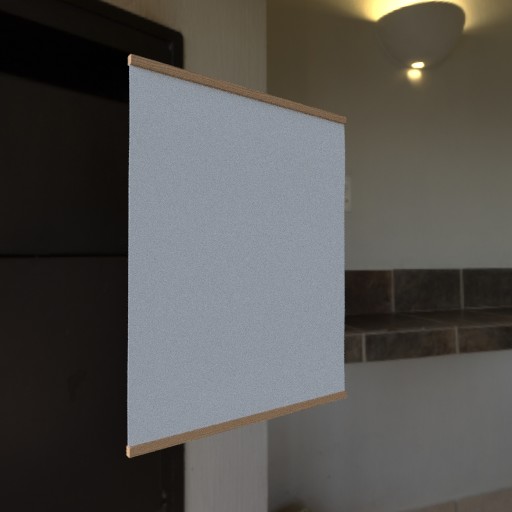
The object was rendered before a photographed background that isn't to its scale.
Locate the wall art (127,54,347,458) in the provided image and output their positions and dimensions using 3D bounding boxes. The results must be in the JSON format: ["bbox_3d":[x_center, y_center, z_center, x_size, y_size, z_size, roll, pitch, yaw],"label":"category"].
[{"bbox_3d":[0.000,0.000,0.682,0.404,0.507,0.010,1,-1,-37],"label":"wall art"}]
